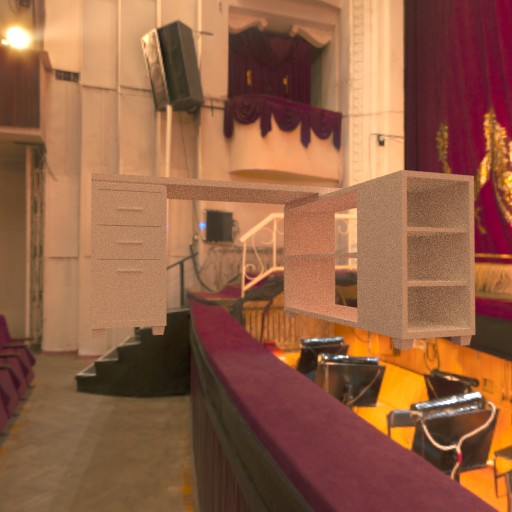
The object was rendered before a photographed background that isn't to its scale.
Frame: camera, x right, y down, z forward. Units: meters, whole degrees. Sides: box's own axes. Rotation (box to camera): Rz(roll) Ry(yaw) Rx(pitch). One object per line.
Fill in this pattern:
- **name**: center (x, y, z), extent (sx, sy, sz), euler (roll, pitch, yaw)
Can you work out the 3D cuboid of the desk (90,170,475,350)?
- **desk**: center (0.000, 0.000, 2.175), extent (1.524, 0.759, 1.199), euler (0, -1, -19)
